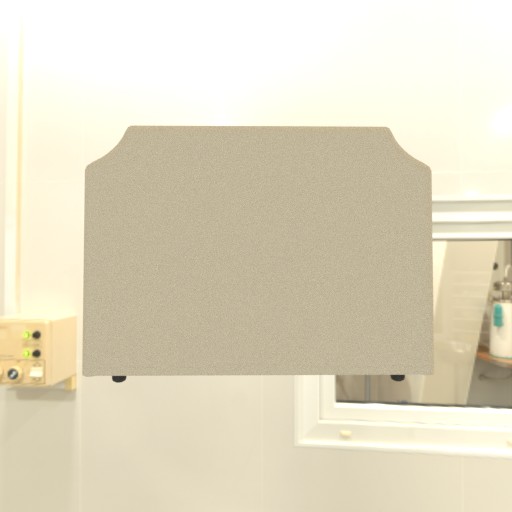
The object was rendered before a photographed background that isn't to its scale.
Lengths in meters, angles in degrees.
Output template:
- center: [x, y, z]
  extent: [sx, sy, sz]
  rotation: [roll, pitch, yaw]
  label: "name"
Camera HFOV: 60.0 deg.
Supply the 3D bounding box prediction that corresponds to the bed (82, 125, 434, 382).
- center: [0.000, 0.000, 3.857]
  extent: [2.134, 1.524, 2.548]
  rotation: [0, -1, -1]
  label: "bed"
